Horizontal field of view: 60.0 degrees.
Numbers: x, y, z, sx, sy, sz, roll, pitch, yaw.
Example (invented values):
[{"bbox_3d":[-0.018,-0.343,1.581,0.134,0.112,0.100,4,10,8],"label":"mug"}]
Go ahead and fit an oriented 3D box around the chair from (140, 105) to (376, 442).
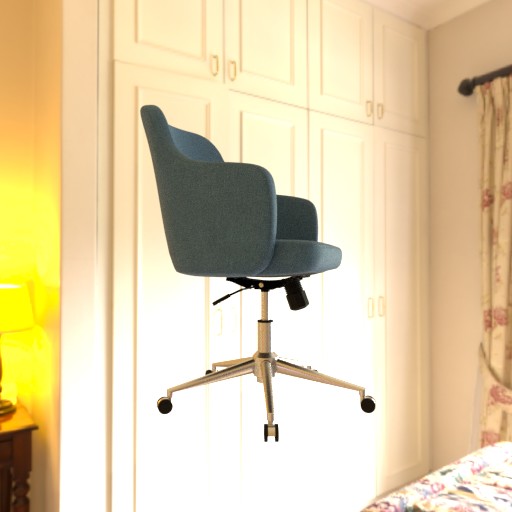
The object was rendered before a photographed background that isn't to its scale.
[{"bbox_3d":[0.000,0.000,1.262,0.655,0.820,0.599,0,-1,17],"label":"chair"}]
